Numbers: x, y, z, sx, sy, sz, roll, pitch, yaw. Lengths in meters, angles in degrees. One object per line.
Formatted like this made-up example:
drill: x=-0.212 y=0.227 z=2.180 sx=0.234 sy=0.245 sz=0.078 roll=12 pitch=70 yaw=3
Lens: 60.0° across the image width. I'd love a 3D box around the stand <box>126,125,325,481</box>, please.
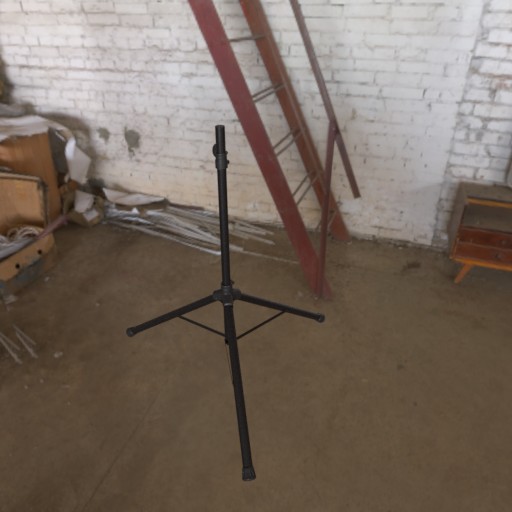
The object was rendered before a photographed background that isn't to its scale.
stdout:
stand: x=0.000 y=0.000 z=1.866 sx=0.907 sy=1.136 sz=1.045 roll=-21 pitch=37 yaw=-31
